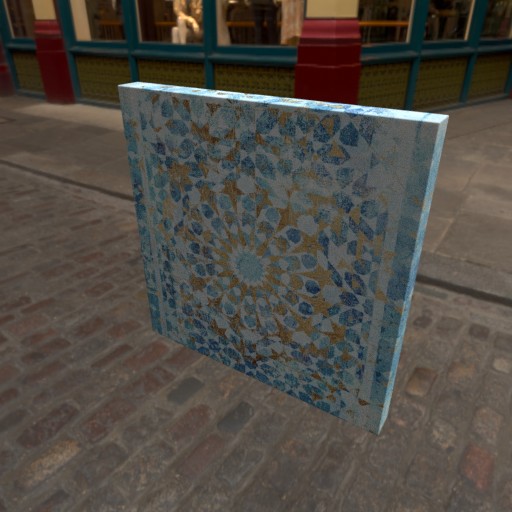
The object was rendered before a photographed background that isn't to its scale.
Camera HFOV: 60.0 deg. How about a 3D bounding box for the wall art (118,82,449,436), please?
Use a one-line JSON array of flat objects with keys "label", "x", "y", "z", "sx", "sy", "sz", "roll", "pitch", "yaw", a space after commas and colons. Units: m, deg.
[{"label": "wall art", "x": 0.000, "y": 0.000, "z": 0.594, "sx": 0.405, "sy": 0.405, "sz": 0.037, "roll": 17, "pitch": 33, "yaw": 28}]
